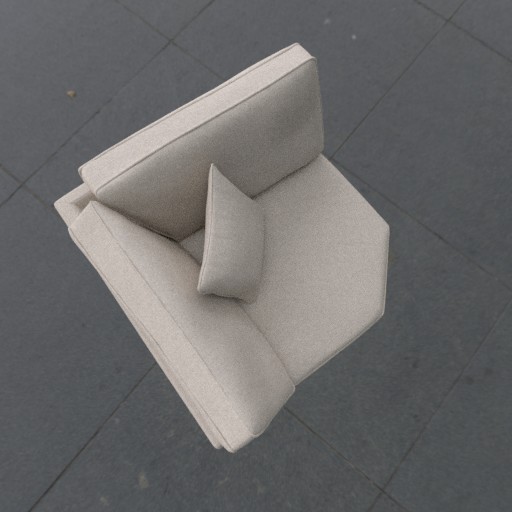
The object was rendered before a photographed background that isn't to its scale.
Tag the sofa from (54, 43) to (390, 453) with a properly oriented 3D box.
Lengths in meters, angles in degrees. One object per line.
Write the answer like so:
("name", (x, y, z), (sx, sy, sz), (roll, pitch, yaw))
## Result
("sofa", (0.000, 0.000, 1.813), (1.042, 0.937, 1.050), (-35, 78, -9))
